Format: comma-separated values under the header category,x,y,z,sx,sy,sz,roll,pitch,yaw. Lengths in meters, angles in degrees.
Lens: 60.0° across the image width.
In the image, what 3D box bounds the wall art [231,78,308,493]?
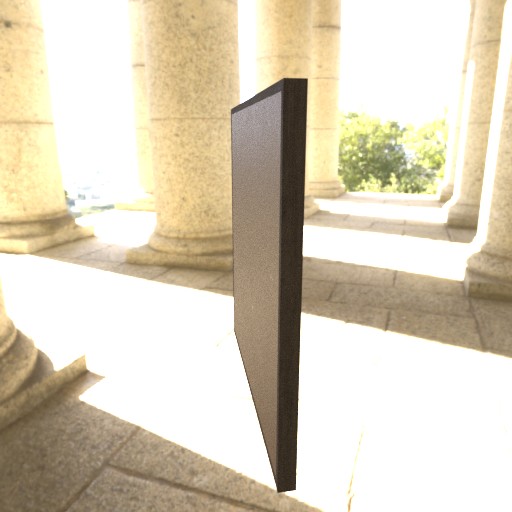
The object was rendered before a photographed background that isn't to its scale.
category,x,y,z,sx,sy,sz,roll,pitch,yaw
wall art,0.000,0.000,1.139,0.038,0.762,0.762,-2,15,-9
